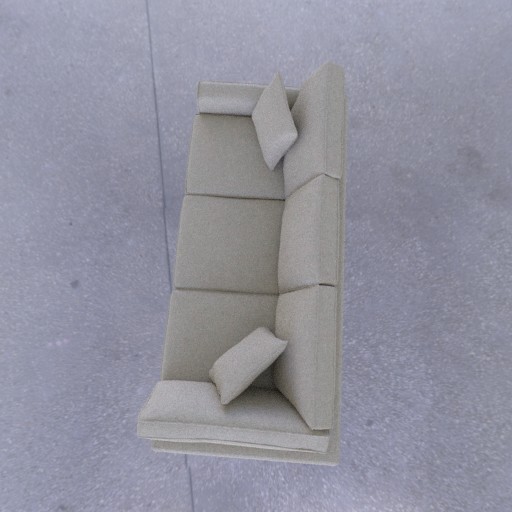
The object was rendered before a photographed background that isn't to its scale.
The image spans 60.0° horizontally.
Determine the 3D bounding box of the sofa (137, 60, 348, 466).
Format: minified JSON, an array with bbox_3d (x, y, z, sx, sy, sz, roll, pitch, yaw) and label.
[{"bbox_3d":[0.000,0.000,2.841,1.061,0.962,2.317,4,76,1],"label":"sofa"}]
